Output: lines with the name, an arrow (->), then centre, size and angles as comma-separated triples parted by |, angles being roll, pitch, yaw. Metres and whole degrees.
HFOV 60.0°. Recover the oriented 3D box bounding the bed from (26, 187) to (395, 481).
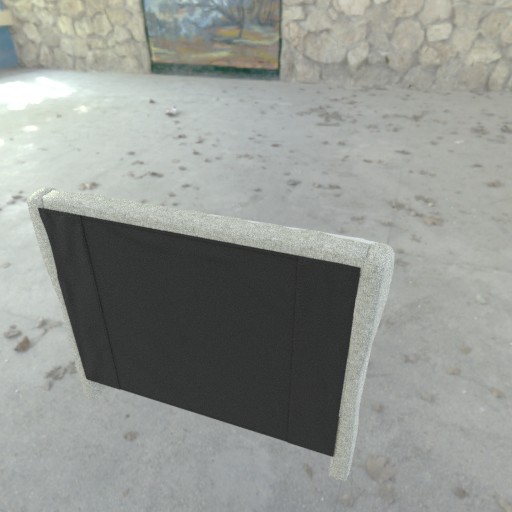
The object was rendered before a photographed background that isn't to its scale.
bed -> 0.000, 0.000, 3.757 | 2.219, 1.771, 2.347 | 11, 33, 17
